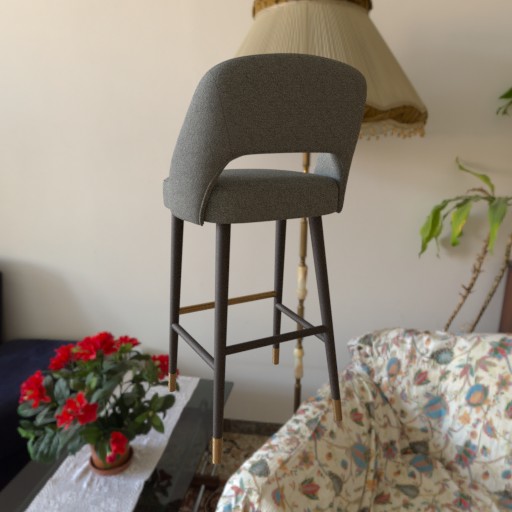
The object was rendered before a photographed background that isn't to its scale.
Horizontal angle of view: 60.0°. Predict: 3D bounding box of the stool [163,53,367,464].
[{"bbox_3d":[0.000,0.000,1.379,0.536,1.089,0.524,-8,17,-26],"label":"stool"}]
